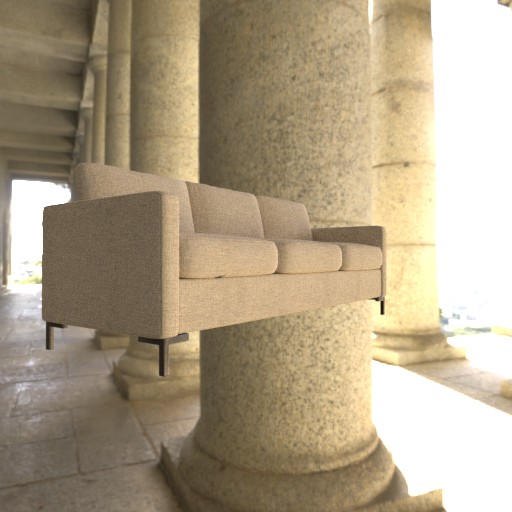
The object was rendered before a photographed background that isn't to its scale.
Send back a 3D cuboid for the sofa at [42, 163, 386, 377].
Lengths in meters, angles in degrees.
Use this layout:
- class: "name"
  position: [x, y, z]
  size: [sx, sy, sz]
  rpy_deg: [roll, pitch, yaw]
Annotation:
- class: "sofa"
  position: [0.000, 0.000, 2.689]
  size: [0.859, 0.874, 2.218]
  rpy_deg: [0, 0, 36]
